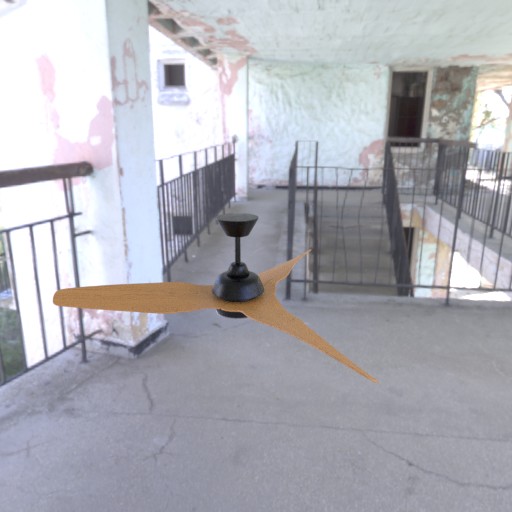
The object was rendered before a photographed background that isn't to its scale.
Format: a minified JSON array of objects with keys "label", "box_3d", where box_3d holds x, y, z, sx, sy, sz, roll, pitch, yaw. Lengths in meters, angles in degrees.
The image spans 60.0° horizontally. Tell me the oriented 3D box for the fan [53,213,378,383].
[{"label":"fan","box_3d":[0.000,0.000,1.685,1.142,0.355,1.010,8,18,26]}]
